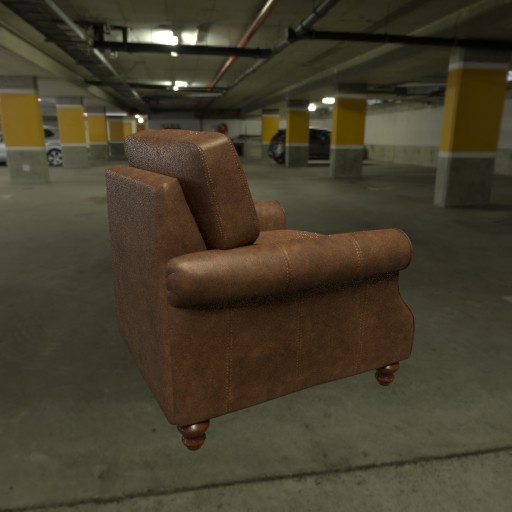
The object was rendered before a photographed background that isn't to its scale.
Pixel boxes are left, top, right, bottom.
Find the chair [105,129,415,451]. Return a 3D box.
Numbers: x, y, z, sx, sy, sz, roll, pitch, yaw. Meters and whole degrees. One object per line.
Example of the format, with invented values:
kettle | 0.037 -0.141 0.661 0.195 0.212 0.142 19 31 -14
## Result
chair | 0.000 0.000 1.770 1.002 0.976 0.996 -8 17 -27
